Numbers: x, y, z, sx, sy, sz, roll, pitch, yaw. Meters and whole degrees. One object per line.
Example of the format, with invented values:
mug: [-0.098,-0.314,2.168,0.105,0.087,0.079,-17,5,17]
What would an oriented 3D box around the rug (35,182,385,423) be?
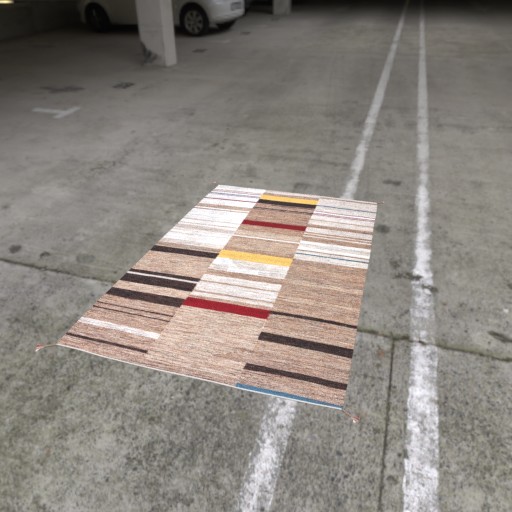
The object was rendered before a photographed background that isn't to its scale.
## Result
rug: [0.000,0.000,2.367,1.268,0.007,1.918,9,31,15]
